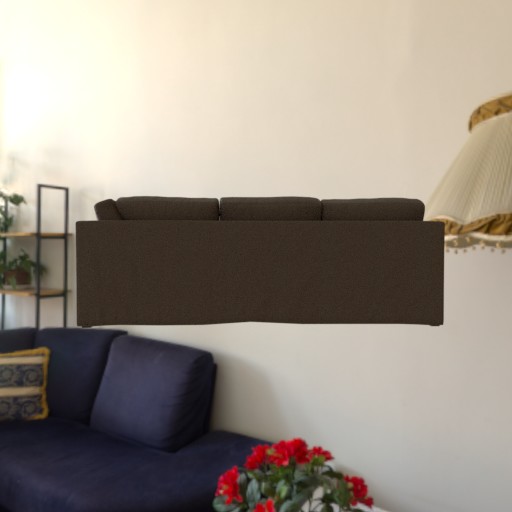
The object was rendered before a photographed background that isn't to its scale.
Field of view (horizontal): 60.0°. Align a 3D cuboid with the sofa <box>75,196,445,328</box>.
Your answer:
[{"bbox_3d":[0.000,0.000,4.605,2.427,0.882,3.460,0,1,-1],"label":"sofa"}]
